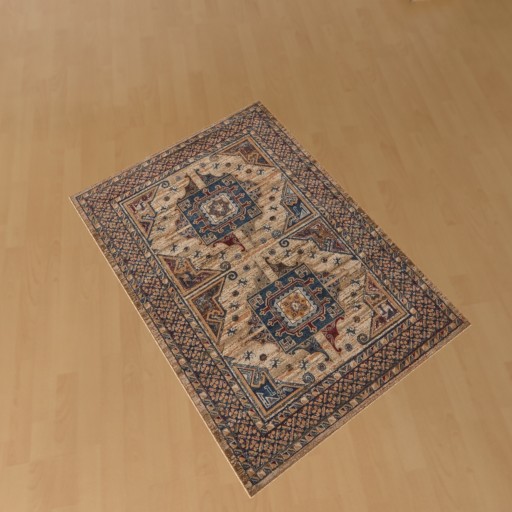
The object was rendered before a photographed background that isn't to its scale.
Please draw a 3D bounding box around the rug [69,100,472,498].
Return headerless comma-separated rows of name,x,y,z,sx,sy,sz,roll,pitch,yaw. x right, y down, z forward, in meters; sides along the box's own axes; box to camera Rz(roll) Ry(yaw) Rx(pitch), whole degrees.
rug,0.000,0.000,2.859,1.611,0.008,2.227,-32,67,-15
